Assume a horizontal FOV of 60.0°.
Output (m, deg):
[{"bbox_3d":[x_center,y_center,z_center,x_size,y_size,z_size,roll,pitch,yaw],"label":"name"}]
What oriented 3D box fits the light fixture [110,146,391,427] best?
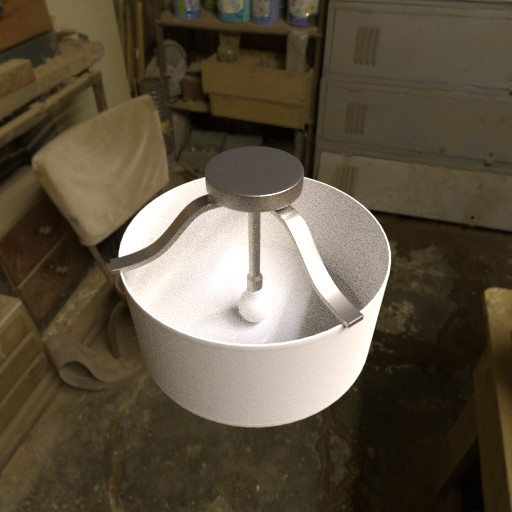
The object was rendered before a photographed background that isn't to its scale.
[{"bbox_3d":[0.000,0.000,0.666,0.395,0.304,0.395,0,41,0],"label":"light fixture"}]
